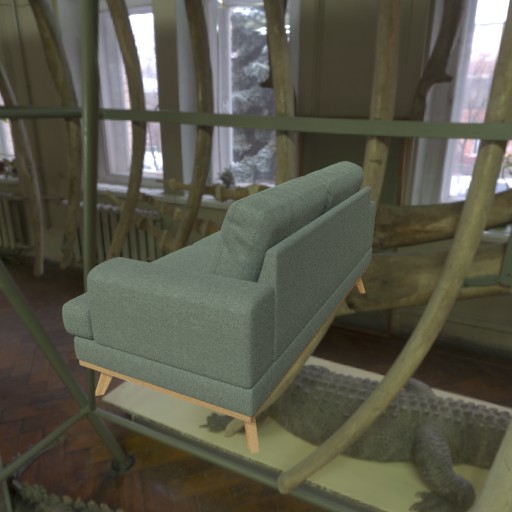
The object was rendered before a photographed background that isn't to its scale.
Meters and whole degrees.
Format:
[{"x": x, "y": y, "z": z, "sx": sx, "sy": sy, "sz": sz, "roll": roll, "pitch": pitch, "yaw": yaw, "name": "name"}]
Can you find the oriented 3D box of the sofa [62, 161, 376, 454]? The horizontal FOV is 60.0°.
[{"x": 0.000, "y": 0.000, "z": 2.130, "sx": 0.785, "sy": 0.810, "sz": 1.650, "roll": 9, "pitch": 21, "yaw": 25, "name": "sofa"}]
